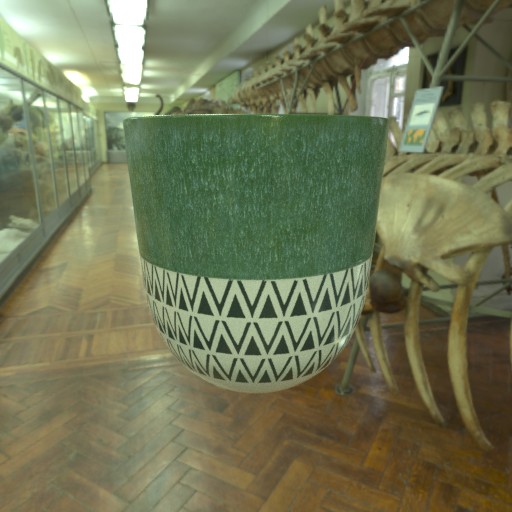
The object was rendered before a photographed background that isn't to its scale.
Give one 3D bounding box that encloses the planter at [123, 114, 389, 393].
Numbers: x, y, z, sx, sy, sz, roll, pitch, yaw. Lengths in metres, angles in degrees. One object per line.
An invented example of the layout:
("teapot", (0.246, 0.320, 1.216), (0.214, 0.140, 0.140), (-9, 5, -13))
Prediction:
("planter", (0.000, 0.000, 0.365), (0.195, 0.214, 0.195), (0, 15, 0))
